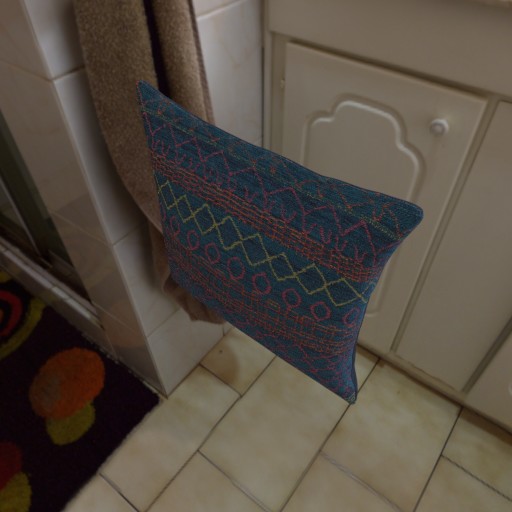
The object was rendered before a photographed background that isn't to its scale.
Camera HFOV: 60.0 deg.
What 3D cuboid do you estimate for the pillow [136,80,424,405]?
[{"bbox_3d":[0.000,0.000,0.678,0.431,0.431,0.141,31,54,26],"label":"pillow"}]
